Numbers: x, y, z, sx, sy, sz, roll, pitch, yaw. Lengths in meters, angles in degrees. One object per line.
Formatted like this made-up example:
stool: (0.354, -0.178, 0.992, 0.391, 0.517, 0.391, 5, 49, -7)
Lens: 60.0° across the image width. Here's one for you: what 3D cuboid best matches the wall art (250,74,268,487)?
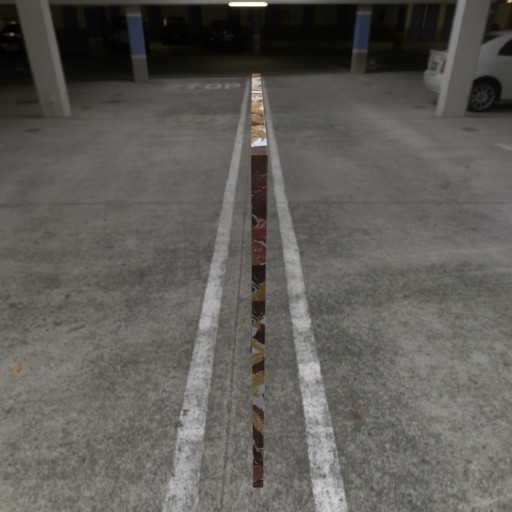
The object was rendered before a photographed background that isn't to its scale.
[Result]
wall art: (0.000, 0.000, 1.129, 0.028, 0.762, 0.757, 0, 30, 0)
